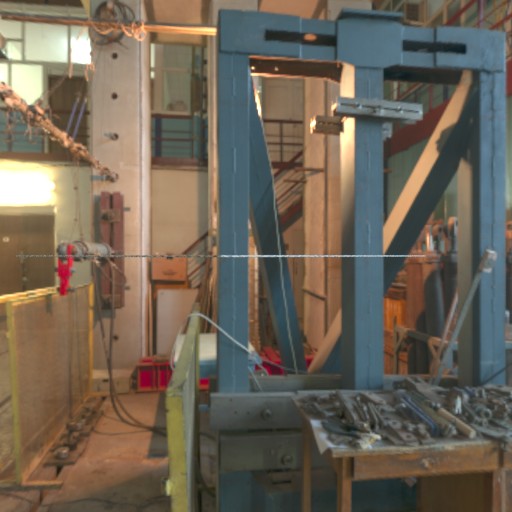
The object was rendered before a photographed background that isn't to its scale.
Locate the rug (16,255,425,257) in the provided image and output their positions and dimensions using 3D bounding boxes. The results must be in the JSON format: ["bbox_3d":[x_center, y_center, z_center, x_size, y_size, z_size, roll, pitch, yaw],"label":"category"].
[{"bbox_3d":[0.000,0.000,2.995,1.526,0.008,2.441,0,0,37],"label":"rug"}]
